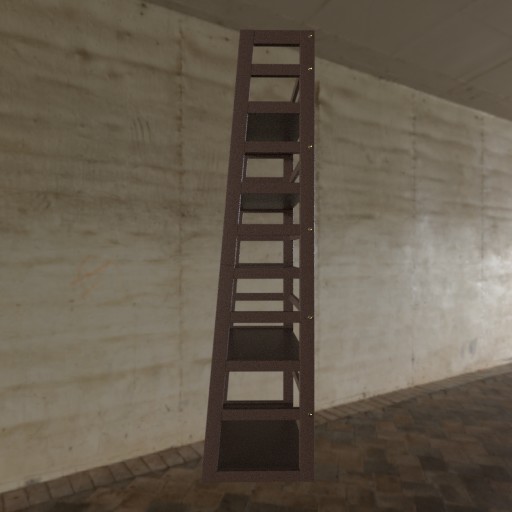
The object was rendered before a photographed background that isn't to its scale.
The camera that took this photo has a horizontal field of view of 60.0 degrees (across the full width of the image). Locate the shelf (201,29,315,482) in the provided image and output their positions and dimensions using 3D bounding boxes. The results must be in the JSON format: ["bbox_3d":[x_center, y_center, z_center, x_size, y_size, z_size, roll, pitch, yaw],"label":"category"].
[{"bbox_3d":[0.000,0.000,1.947,0.403,1.600,0.763,0,0,-1],"label":"shelf"}]
